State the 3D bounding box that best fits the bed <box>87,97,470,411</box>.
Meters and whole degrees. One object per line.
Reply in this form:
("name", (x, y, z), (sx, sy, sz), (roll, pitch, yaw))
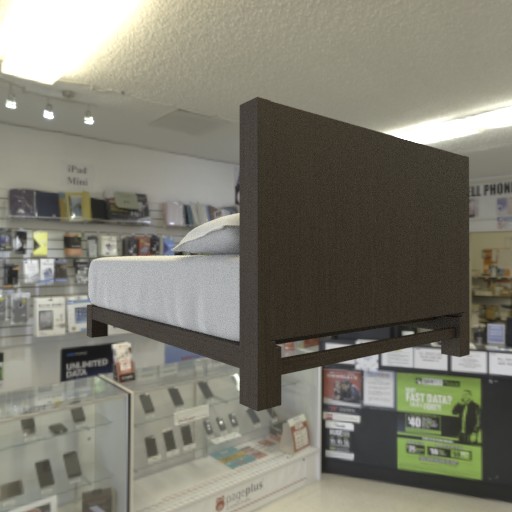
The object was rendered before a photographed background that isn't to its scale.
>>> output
("bed", (0.000, 0.000, 3.199), (1.727, 1.270, 2.242), (0, 0, -38))
